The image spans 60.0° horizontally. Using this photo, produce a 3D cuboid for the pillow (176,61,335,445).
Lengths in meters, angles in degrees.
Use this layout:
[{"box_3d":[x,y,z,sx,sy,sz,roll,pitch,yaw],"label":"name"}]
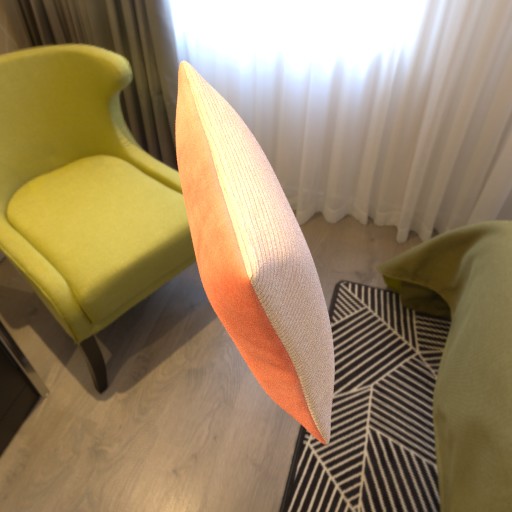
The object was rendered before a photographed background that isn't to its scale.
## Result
[{"box_3d":[0.000,0.000,0.638,0.177,0.401,0.424,-10,47,-9],"label":"pillow"}]
